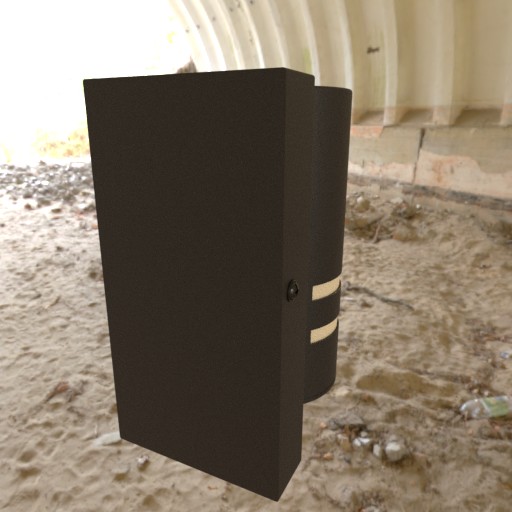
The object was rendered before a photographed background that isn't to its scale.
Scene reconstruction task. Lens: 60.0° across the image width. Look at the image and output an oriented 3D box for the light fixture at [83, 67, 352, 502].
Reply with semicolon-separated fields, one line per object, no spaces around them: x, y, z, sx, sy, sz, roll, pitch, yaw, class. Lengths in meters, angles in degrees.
0.000;0.000;0.250;0.098;0.179;0.138;8;19;26;light fixture
